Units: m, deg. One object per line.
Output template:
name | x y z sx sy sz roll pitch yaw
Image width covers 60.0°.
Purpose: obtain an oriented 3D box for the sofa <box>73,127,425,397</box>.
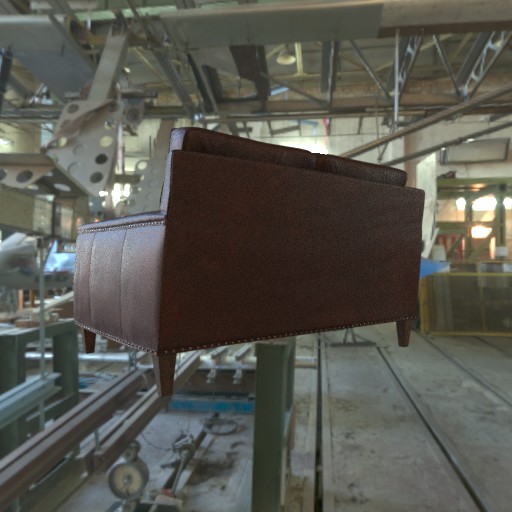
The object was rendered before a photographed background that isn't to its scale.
sofa | 0.000 0.000 2.354 1.628 1.003 1.083 0 0 -37
